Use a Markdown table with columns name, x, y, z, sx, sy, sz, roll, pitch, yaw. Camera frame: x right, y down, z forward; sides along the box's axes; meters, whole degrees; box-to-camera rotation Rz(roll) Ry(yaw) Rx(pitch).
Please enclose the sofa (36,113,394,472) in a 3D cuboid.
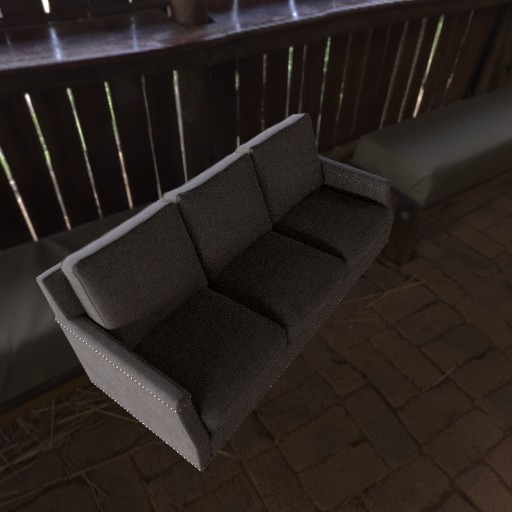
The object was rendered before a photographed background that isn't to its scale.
| name | x | y | z | sx | sy | sz | roll | pitch | yaw |
| --- | --- | --- | --- | --- | --- | --- | --- | --- | --- |
| sofa | 0.000 | 0.000 | 2.815 | 1.034 | 1.042 | 2.226 | 26 | 48 | 26 |
